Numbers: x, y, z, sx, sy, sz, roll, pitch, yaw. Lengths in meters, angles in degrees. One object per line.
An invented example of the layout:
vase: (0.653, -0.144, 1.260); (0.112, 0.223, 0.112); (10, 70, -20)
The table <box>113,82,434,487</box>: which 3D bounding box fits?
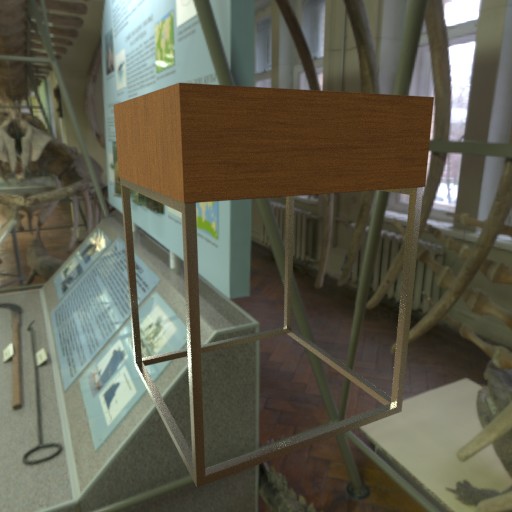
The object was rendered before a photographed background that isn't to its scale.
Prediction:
table: (0.000, 0.000, 0.818); (0.397, 0.540, 0.398); (-8, 17, -26)
